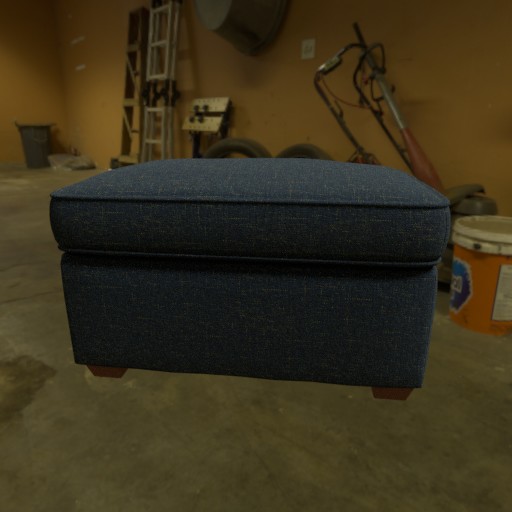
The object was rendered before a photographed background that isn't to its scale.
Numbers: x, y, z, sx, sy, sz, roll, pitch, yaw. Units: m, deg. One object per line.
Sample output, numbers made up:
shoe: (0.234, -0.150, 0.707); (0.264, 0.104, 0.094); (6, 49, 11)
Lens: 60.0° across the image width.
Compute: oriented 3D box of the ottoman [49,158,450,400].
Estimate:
ottoman: (0.000, 0.000, 1.071); (0.749, 0.450, 0.549); (2, 18, 7)
